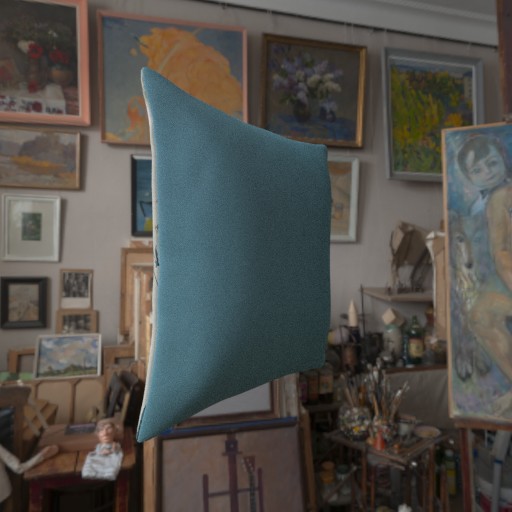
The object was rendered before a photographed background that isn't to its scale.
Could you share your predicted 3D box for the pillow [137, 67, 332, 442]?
[{"bbox_3d":[0.000,0.000,0.807,0.166,0.507,0.526,0,0,36],"label":"pillow"}]
